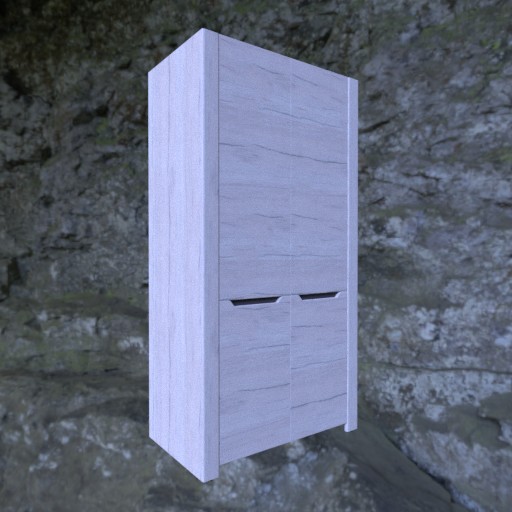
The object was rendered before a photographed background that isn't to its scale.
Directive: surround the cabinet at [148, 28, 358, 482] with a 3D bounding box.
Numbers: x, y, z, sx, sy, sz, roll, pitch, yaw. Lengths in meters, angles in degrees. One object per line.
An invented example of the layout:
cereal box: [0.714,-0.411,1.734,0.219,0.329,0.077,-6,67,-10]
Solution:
cabinet: [0.000,0.000,2.396,0.980,1.930,0.580,0,1,-36]
